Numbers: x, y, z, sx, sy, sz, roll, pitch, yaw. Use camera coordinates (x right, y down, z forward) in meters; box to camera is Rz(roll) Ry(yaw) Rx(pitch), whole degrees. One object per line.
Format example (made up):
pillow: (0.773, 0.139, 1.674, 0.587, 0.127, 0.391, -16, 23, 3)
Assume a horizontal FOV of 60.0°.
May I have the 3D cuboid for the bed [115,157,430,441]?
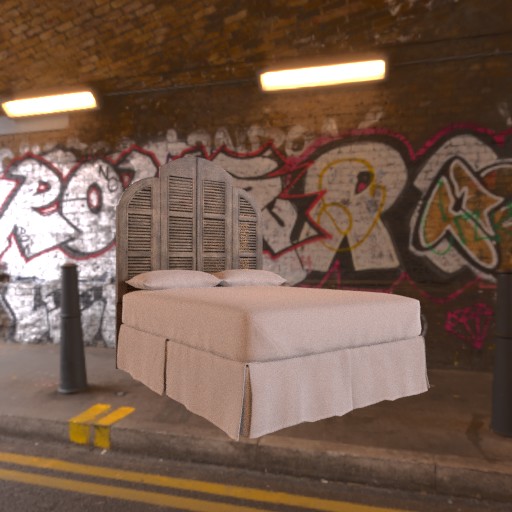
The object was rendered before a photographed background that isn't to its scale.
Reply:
bed: (0.000, 0.000, 3.646, 1.713, 2.019, 2.138, 1, -1, -36)
